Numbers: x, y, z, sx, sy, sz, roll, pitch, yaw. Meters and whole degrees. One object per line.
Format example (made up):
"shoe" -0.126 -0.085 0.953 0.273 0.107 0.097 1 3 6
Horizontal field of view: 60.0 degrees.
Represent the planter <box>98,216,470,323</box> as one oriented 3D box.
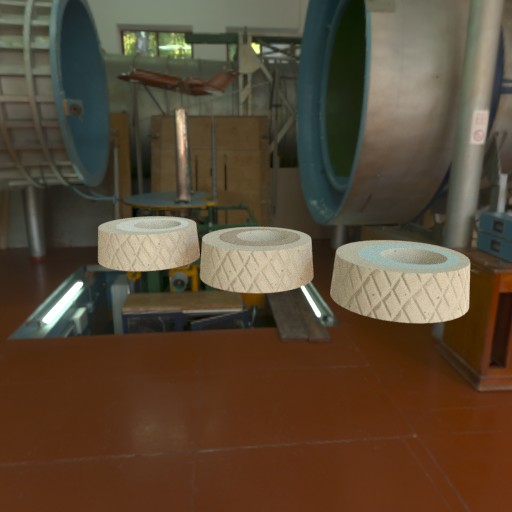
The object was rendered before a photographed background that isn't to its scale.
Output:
"planter" 0.000 0.000 0.442 0.390 0.038 0.114 8 17 27
